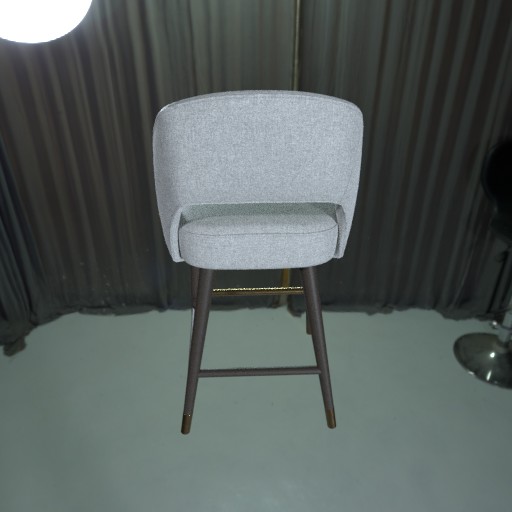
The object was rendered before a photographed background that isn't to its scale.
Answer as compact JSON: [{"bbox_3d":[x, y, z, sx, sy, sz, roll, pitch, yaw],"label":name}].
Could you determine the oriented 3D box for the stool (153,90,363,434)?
[{"bbox_3d":[0.000,0.000,1.230,0.494,0.940,0.509,-1,29,-2],"label":"stool"}]
